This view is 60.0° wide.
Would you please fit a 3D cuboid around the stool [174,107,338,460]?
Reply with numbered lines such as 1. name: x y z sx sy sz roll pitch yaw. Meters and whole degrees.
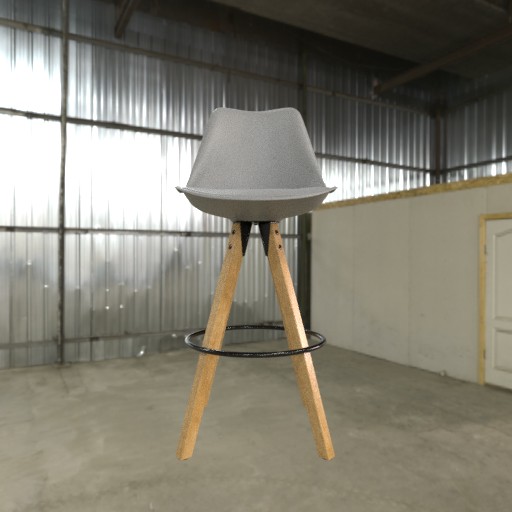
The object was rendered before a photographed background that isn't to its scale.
1. stool: 0.000 0.000 1.439 0.485 1.115 0.550 0 1 0
